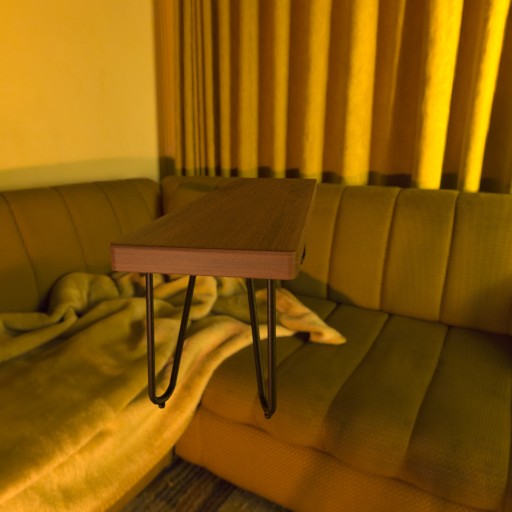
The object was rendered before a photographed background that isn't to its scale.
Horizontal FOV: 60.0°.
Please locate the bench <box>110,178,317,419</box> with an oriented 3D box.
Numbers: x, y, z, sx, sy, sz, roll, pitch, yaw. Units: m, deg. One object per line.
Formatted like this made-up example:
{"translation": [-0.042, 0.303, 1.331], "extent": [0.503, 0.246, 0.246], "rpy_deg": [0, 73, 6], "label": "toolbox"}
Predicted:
{"translation": [0.000, 0.000, 1.752], "extent": [0.425, 0.462, 1.570], "rpy_deg": [2, 16, 9], "label": "bench"}
